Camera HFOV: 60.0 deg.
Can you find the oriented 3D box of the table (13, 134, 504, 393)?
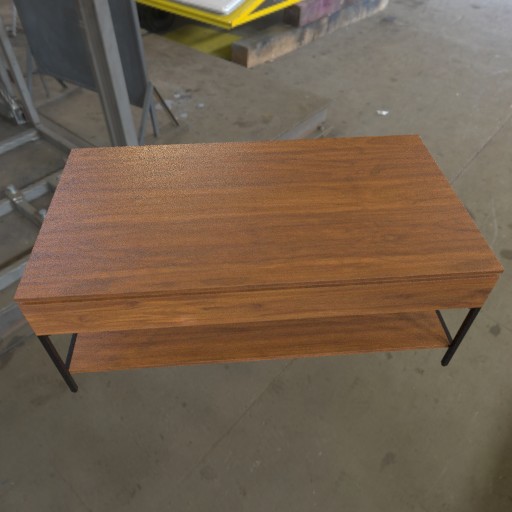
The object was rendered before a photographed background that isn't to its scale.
[{"bbox_3d":[0.000,0.000,1.298,1.057,0.414,0.574,-3,46,-3],"label":"table"}]
